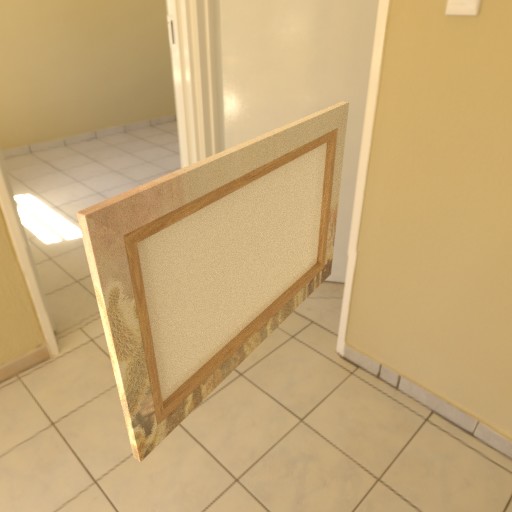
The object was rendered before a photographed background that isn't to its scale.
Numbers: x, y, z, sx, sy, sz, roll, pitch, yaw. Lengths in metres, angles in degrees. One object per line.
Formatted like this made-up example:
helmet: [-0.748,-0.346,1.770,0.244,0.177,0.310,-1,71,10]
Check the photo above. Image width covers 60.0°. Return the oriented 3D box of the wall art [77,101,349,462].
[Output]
wall art: [0.000,0.000,1.908,0.038,1.012,1.525,20,37,30]
